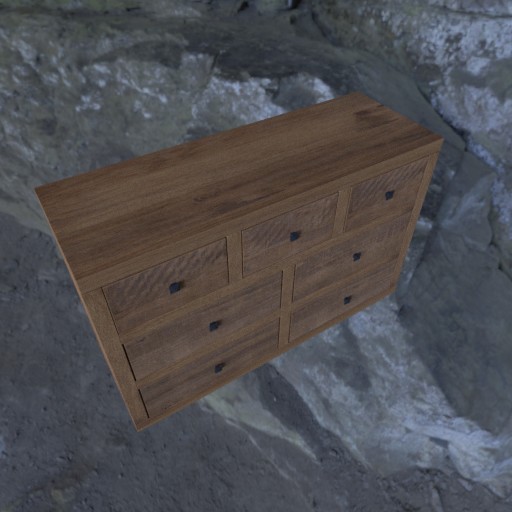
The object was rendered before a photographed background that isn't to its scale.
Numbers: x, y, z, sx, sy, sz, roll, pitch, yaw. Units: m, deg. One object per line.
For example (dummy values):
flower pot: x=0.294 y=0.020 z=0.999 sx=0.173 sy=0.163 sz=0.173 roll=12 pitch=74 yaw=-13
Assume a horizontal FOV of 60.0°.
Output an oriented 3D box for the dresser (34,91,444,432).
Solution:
dresser: x=0.000 y=0.000 z=1.691 sx=1.261 sy=0.825 sz=0.479 roll=-23 pitch=49 yaw=-22
